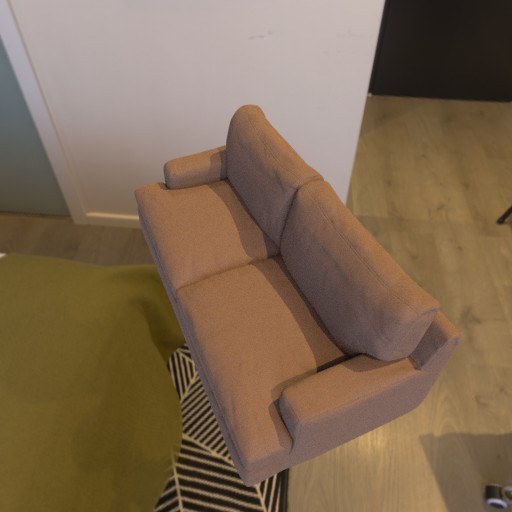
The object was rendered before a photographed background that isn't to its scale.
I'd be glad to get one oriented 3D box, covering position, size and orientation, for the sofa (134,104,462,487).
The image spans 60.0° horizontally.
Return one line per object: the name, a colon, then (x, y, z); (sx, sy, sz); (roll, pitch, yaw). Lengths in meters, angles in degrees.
sofa: (0.000, 0.000, 2.817); (1.140, 0.950, 2.274); (-18, 49, -16)
